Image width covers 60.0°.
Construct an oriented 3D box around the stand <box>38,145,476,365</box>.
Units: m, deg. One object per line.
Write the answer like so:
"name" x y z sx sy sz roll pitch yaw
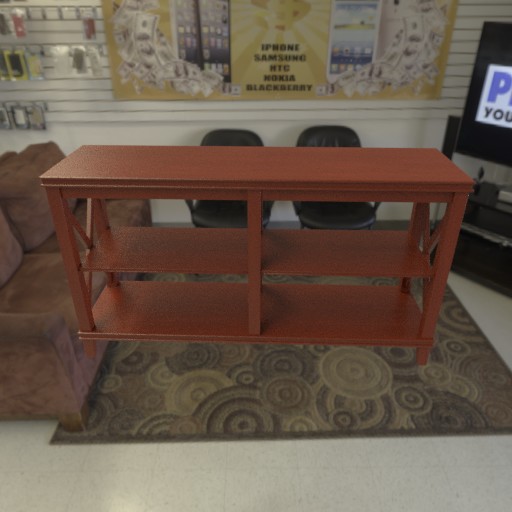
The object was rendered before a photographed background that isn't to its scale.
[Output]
"stand" 0.000 0.000 1.738 1.372 0.762 0.381 1 29 2
